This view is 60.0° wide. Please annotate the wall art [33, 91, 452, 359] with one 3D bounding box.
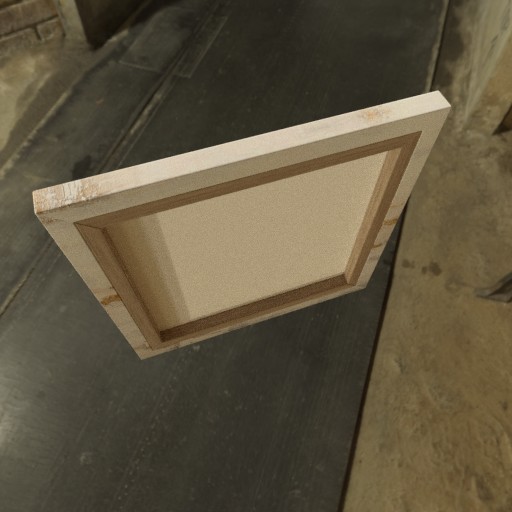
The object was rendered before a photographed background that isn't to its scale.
[{"bbox_3d":[0.000,0.000,0.889,0.611,0.613,0.040,-16,61,-9],"label":"wall art"}]
